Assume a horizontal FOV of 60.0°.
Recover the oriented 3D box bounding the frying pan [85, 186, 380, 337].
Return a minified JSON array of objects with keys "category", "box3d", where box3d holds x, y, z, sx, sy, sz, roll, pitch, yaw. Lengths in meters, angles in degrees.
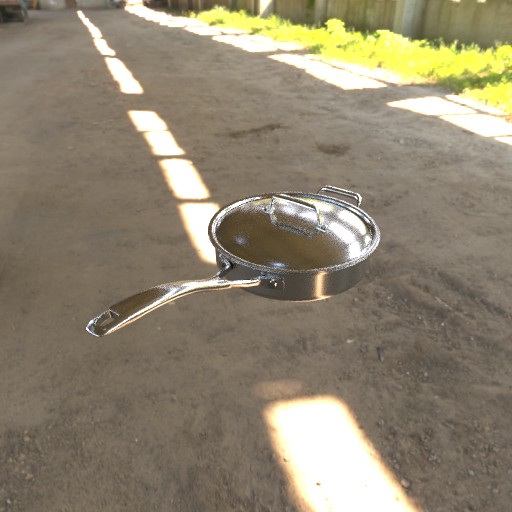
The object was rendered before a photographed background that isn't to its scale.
[{"category":"frying pan","box3d":[0.000,0.000,0.663,0.280,0.114,0.561,21,37,30]}]
